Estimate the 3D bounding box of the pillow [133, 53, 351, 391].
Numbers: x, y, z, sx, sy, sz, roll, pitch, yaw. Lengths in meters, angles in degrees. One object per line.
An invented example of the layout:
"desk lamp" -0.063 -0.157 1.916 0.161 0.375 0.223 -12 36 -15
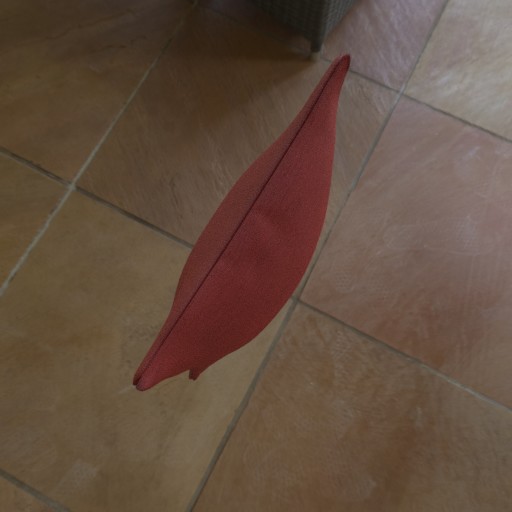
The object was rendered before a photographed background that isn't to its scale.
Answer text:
"pillow" 0.000 0.000 0.660 0.151 0.416 0.435 30 78 7
